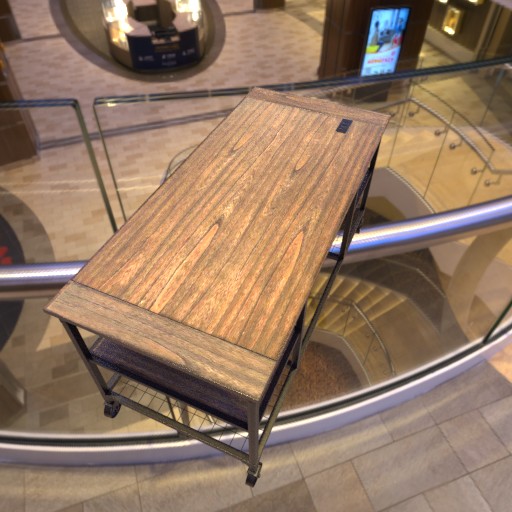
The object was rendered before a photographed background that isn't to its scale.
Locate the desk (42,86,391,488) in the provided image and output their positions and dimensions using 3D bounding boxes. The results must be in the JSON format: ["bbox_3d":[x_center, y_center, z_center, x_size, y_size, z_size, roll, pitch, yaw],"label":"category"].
[{"bbox_3d":[0.000,0.000,1.990,0.711,0.751,1.590,18,50,16],"label":"desk"}]
